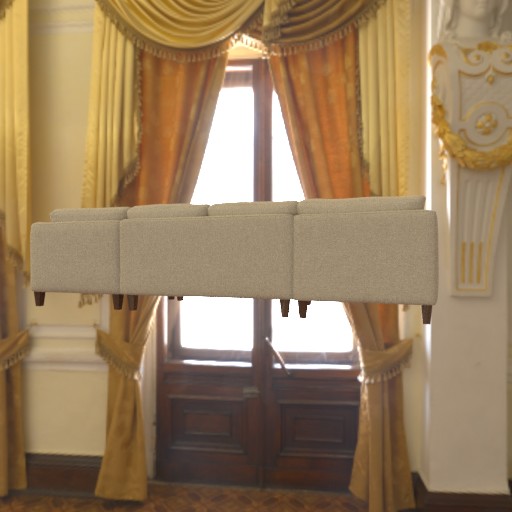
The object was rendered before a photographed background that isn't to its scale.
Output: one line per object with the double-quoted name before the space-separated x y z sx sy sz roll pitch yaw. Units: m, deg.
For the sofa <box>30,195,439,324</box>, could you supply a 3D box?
"sofa" 0.000 0.000 4.430 3.238 0.853 2.551 0 0 19
